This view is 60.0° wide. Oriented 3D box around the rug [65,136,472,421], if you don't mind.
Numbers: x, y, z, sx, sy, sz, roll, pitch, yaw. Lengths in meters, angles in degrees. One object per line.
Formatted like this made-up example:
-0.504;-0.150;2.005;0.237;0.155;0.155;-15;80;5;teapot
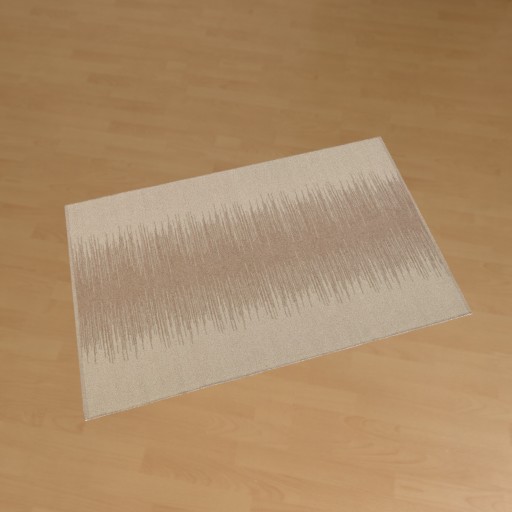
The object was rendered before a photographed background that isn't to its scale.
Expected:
0.000;0.000;3.000;2.440;0.012;1.522;-14;64;-7;rug
